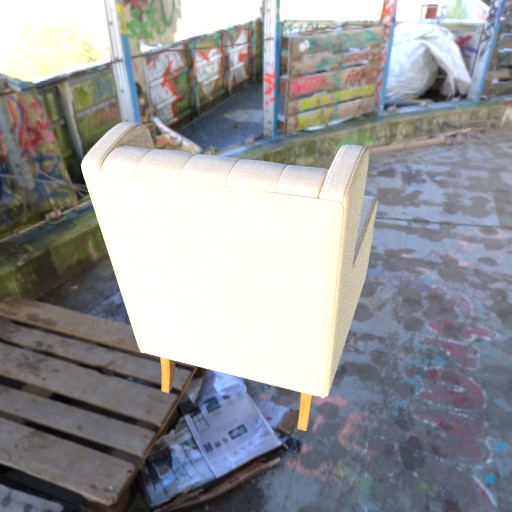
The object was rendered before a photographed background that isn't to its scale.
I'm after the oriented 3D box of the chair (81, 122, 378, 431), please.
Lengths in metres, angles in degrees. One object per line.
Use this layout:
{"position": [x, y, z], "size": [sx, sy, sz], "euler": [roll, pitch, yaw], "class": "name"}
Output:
{"position": [0.000, 0.000, 1.477], "size": [0.710, 0.930, 0.760], "euler": [10, 34, 15], "class": "chair"}
